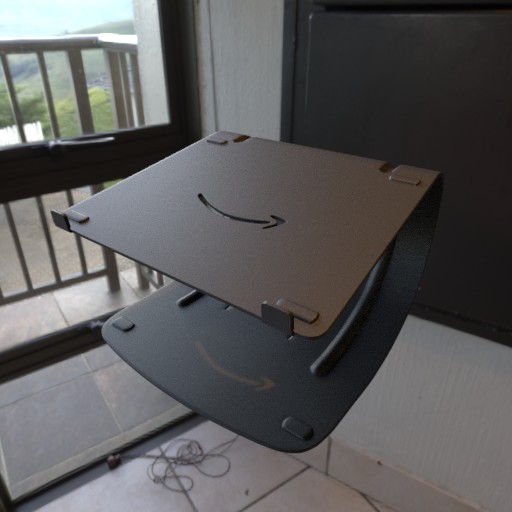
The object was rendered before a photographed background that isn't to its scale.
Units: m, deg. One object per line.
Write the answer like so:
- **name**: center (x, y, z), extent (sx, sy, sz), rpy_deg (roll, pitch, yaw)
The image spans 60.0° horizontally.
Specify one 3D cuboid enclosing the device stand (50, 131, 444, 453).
- **device stand**: center (0.000, 0.000, 0.395), extent (0.256, 0.155, 0.236), rpy_deg (20, 35, 32)
